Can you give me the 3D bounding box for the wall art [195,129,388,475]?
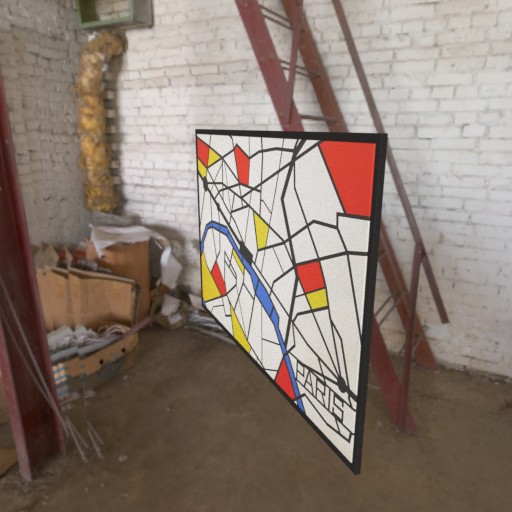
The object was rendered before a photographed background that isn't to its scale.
[{"bbox_3d":[0.000,0.000,1.219,0.013,0.665,0.963,-8,18,-24],"label":"wall art"}]
